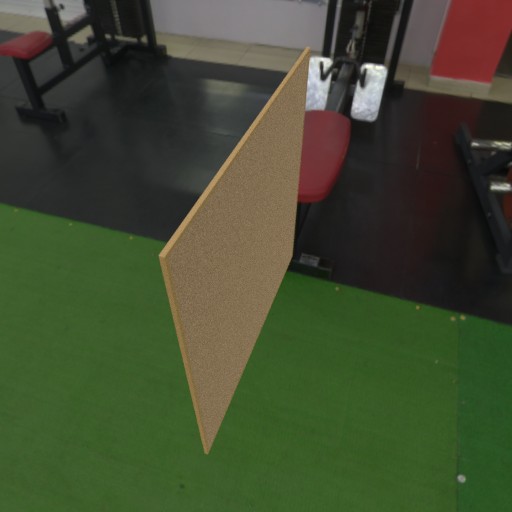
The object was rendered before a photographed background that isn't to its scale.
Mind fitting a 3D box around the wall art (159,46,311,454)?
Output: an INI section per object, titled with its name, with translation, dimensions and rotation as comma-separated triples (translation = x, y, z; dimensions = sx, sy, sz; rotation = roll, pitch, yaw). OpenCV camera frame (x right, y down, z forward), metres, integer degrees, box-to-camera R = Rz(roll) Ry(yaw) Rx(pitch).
[wall art]
translation = 0.000, 0.000, 1.434
dimensions = 0.013, 0.959, 0.962
rotation = 15, 49, 14
